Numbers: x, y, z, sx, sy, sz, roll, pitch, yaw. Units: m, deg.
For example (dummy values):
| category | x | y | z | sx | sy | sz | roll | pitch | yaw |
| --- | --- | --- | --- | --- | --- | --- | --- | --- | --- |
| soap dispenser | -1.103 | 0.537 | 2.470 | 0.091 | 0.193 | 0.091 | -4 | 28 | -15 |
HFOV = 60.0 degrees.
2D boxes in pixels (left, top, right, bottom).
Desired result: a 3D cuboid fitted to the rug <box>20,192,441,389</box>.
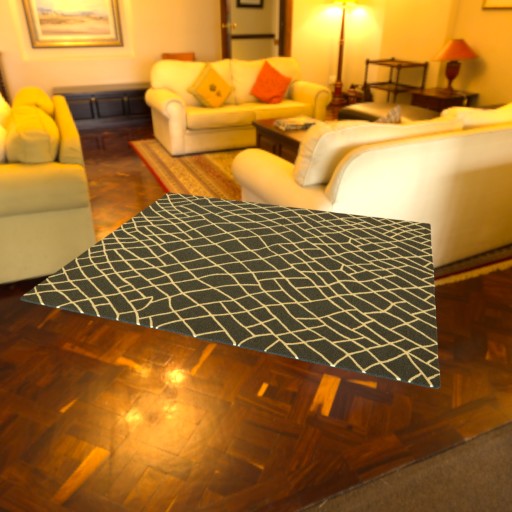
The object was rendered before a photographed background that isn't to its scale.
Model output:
| category | x | y | z | sx | sy | sz | roll | pitch | yaw |
| --- | --- | --- | --- | --- | --- | --- | --- | --- | --- |
| rug | 0.000 | 0.000 | 4.011 | 3.047 | 0.022 | 2.439 | 9 | 30 | 16 |
